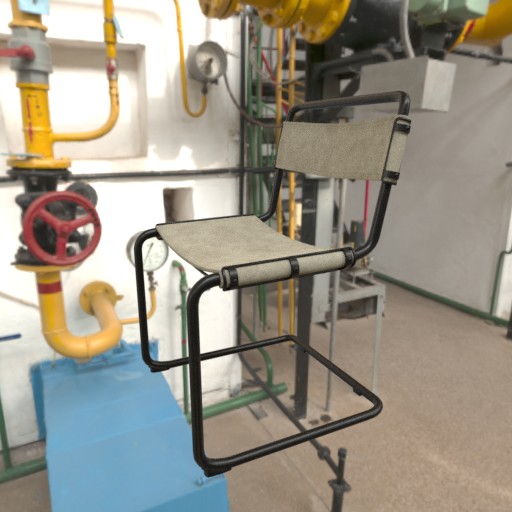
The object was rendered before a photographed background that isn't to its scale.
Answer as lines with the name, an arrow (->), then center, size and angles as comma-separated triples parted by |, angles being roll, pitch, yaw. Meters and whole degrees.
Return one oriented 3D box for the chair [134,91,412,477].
chair -> 0.000, 0.000, 1.080 | 0.497, 0.747, 0.499 | -7, 17, -25
